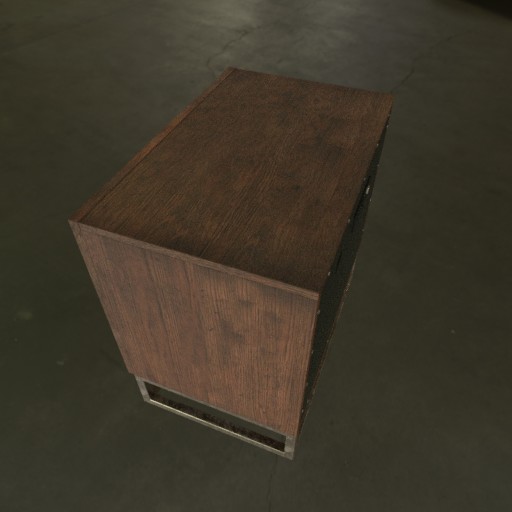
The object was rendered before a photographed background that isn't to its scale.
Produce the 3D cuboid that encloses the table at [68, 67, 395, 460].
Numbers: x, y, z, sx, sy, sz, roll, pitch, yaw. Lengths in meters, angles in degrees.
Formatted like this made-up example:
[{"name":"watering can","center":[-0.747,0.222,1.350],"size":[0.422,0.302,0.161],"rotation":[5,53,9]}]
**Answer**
[{"name":"table","center":[0.000,0.000,1.310],"size":[0.542,0.746,0.767],"rotation":[16,48,15]}]
